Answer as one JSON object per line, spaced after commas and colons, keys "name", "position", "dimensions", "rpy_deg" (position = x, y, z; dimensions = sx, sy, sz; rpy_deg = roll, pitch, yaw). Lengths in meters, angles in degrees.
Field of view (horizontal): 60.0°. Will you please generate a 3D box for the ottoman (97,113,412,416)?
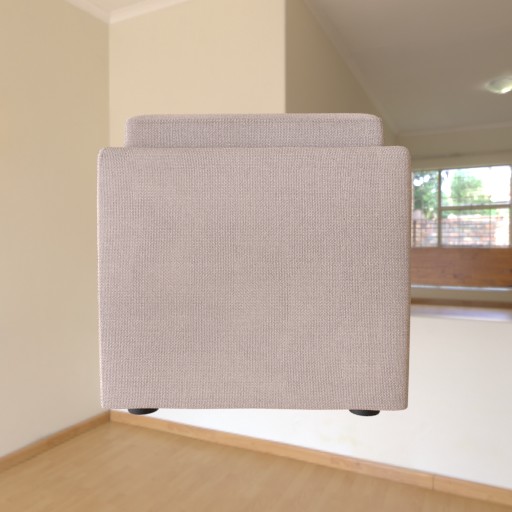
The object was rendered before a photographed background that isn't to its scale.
{"name": "ottoman", "position": [0.000, 0.000, 0.834], "dimensions": [0.450, 0.460, 0.451], "rpy_deg": [0, 1, 1]}
